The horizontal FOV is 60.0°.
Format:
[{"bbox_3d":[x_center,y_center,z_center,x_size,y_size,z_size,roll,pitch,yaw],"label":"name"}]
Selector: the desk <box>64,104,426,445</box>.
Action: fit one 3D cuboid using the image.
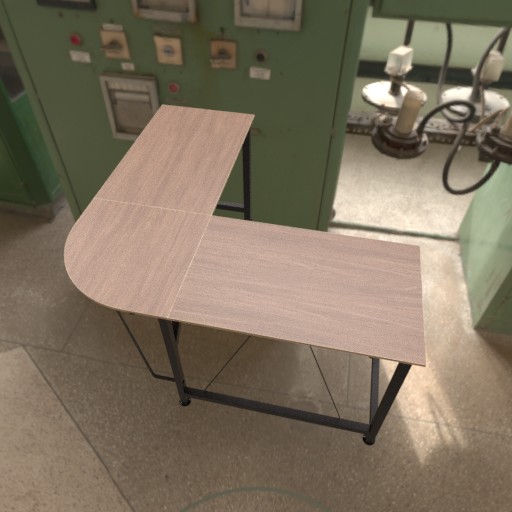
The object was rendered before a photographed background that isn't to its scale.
[{"bbox_3d":[0.000,0.000,2.243,1.400,0.762,1.400,9,47,8],"label":"desk"}]
